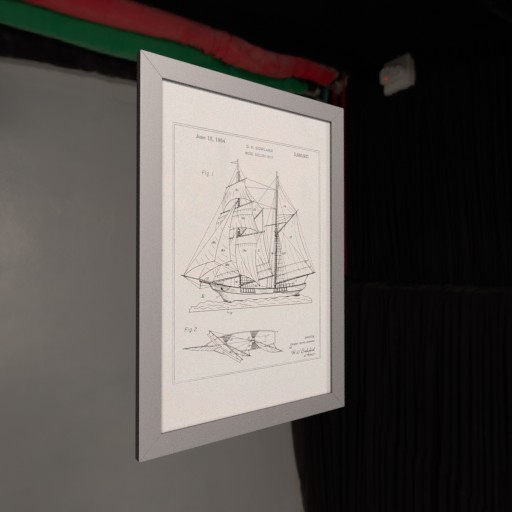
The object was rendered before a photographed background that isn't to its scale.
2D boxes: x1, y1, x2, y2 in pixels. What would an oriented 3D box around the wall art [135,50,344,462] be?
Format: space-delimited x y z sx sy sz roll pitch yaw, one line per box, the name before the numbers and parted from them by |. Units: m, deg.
wall art | 0.000 0.000 0.688 0.380 0.534 0.013 1 -1 -36
